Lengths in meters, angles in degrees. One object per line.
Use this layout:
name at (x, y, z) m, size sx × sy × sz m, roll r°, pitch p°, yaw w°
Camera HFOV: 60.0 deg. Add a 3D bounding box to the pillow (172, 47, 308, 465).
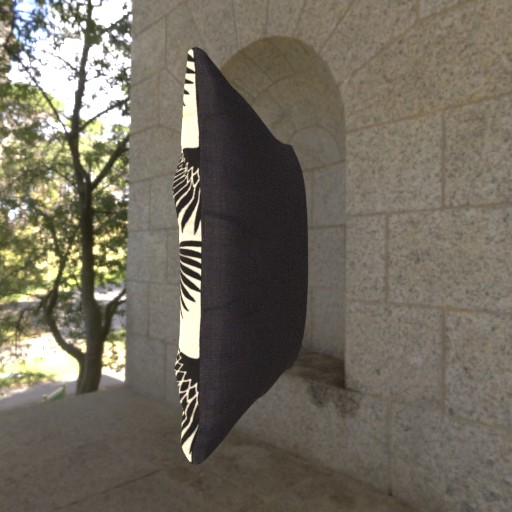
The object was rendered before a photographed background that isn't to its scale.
pillow at (0.000, 0.000, 0.661) m, size 0.139 × 0.432 × 0.432 m, roll 0°, pitch 0°, yaw 17°
